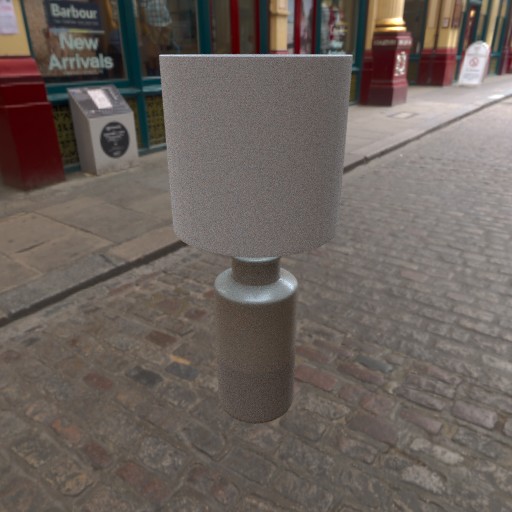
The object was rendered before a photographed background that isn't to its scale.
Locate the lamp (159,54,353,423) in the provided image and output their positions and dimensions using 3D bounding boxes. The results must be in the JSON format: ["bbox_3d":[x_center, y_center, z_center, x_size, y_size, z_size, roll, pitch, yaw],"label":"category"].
[{"bbox_3d":[0.000,0.000,0.597,0.212,0.493,0.212,17,29,32],"label":"lamp"}]
